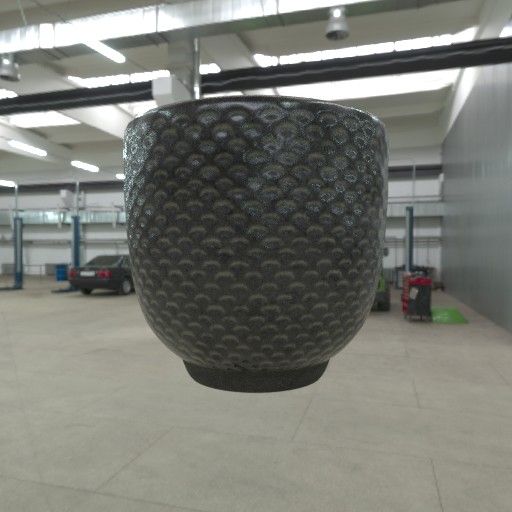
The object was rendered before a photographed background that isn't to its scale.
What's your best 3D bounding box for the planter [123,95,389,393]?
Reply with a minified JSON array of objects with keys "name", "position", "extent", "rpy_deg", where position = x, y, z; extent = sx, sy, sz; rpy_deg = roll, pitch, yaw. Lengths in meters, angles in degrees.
[{"name":"planter","position":[0.000,0.000,0.301],"extent":[0.172,0.160,0.172],"rpy_deg":[0,1,0]}]
